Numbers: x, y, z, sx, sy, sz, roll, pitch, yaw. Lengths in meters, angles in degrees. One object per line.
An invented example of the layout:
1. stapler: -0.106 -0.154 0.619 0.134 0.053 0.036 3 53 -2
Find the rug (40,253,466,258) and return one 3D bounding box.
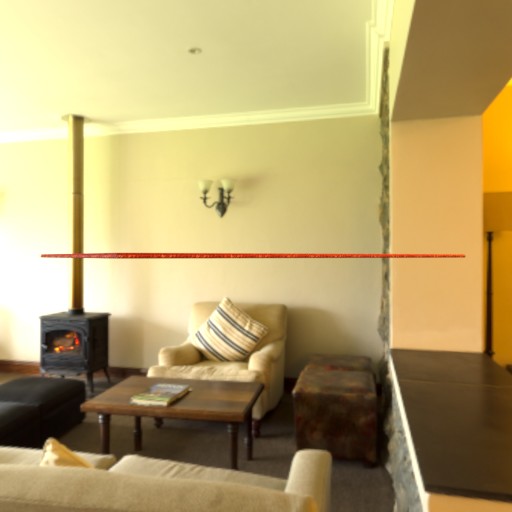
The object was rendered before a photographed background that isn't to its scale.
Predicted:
1. rug: 0.000 0.000 2.286 1.835 0.018 1.230 0 0 -35
